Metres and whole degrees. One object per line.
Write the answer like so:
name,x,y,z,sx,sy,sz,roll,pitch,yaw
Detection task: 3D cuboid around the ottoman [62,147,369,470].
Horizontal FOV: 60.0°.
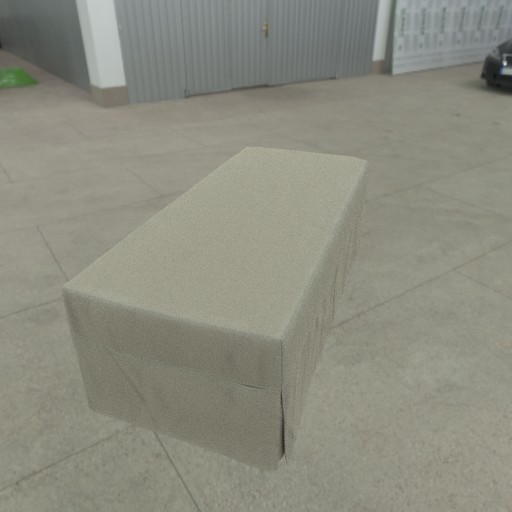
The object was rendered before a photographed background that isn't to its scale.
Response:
ottoman,0.000,0.000,1.703,0.665,0.457,1.388,11,32,17
